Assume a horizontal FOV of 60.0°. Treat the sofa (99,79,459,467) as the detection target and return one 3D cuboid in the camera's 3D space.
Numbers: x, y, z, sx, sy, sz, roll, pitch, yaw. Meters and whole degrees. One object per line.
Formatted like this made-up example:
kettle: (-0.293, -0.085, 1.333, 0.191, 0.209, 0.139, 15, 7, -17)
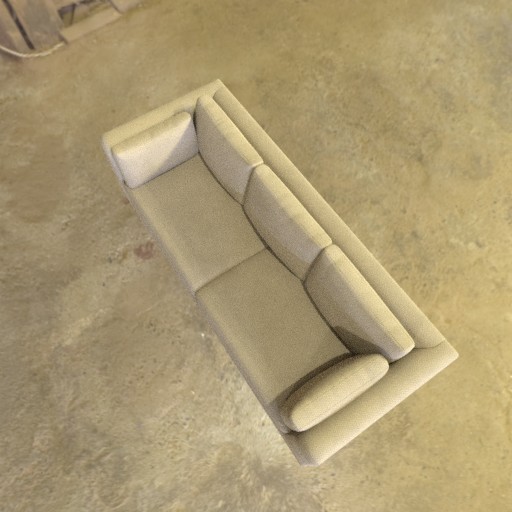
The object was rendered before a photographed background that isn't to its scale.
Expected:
sofa: (0.000, 0.000, 2.928, 0.969, 0.867, 2.415, -31, 68, -14)
